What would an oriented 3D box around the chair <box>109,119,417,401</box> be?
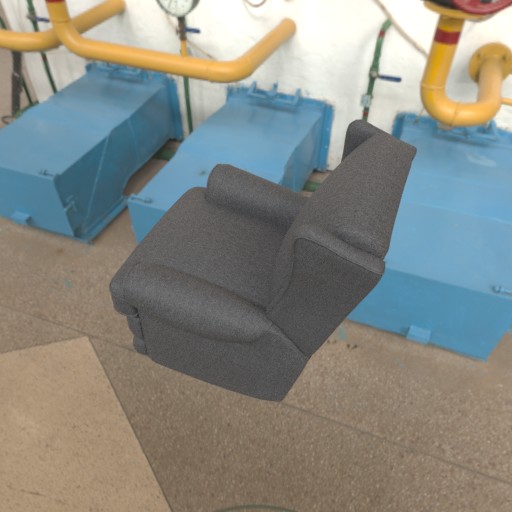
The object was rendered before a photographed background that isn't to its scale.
[{"bbox_3d":[0.000,0.000,1.771,0.969,1.011,0.847,16,47,15],"label":"chair"}]
